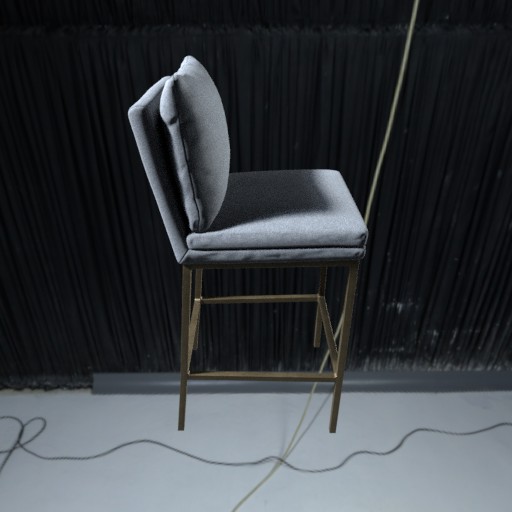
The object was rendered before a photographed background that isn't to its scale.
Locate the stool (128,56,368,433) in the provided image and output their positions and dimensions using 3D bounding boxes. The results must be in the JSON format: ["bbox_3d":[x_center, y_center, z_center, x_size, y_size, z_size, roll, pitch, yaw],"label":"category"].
[{"bbox_3d":[0.000,0.000,1.402,0.569,1.130,0.463,0,30,0],"label":"stool"}]
